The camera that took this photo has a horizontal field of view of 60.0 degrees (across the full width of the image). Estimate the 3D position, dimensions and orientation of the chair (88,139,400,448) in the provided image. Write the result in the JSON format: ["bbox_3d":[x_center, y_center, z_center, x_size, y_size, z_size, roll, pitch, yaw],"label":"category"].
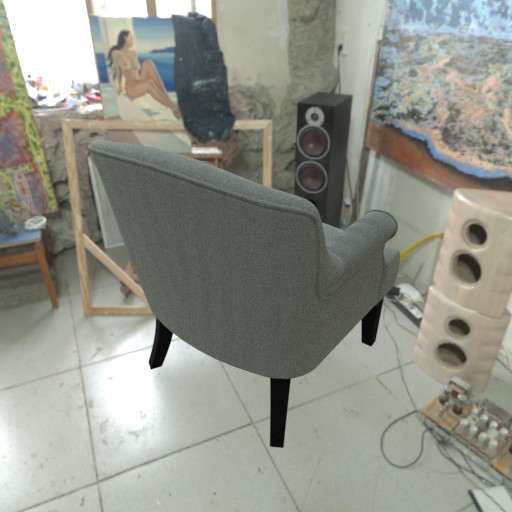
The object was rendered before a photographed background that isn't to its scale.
[{"bbox_3d":[0.000,0.000,1.434,0.772,0.880,0.755,21,38,30],"label":"chair"}]
